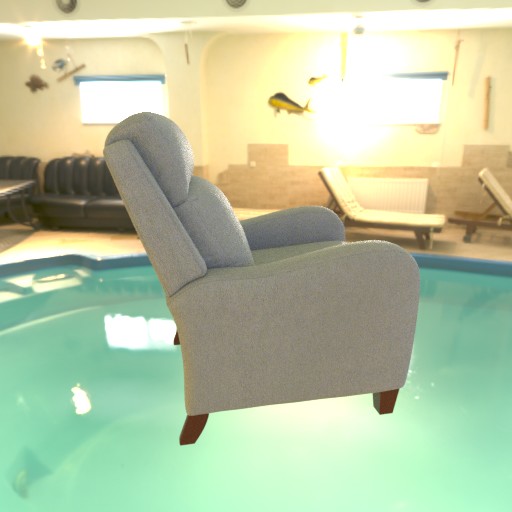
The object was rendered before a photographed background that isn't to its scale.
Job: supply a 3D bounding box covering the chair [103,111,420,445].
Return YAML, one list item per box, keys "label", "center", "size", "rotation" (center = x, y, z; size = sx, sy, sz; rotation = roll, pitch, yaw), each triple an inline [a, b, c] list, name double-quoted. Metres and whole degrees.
- label: "chair"
  center: [0.000, 0.000, 1.727]
  size: [0.988, 1.067, 0.785]
  rotation: [-3, 17, -11]
